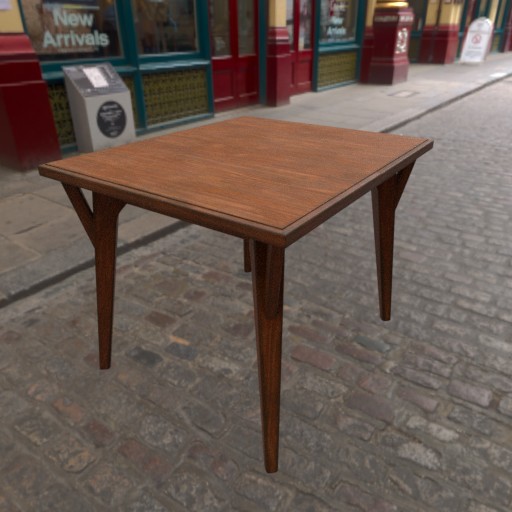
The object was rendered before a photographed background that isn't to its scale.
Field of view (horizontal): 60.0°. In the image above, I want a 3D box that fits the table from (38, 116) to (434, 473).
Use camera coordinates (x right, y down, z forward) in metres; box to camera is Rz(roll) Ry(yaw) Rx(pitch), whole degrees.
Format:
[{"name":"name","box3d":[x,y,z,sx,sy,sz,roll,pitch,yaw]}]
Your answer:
[{"name":"table","box3d":[0.000,0.000,1.588,0.838,0.761,0.991,18,32,31]}]
